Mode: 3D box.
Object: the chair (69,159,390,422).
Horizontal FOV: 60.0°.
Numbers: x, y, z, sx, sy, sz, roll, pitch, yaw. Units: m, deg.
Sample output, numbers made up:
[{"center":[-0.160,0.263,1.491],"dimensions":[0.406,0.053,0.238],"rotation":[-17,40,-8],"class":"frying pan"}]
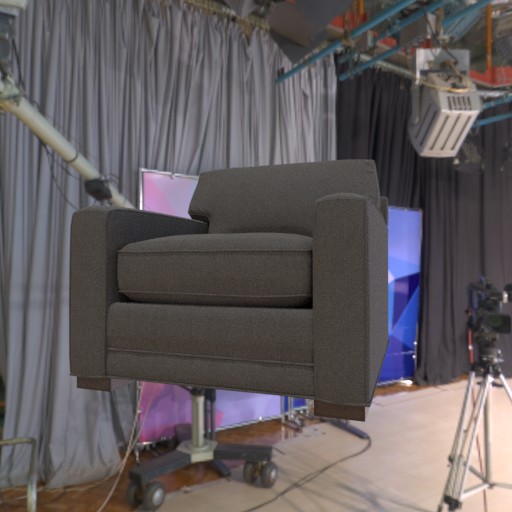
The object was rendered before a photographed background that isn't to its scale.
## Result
[{"center":[0.000,0.000,1.814],"dimensions":[0.997,0.913,1.043],"rotation":[0,-1,19],"class":"chair"}]
